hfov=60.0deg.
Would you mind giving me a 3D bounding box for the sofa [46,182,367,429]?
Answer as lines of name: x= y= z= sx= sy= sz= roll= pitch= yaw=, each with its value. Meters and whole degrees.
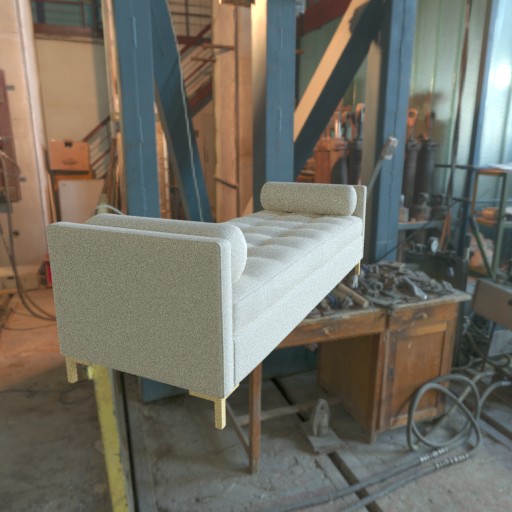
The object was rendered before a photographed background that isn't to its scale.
sofa: x=0.000 y=0.000 z=2.353 sx=0.746 sy=0.641 sz=1.985 roll=7 pitch=16 yaw=25
